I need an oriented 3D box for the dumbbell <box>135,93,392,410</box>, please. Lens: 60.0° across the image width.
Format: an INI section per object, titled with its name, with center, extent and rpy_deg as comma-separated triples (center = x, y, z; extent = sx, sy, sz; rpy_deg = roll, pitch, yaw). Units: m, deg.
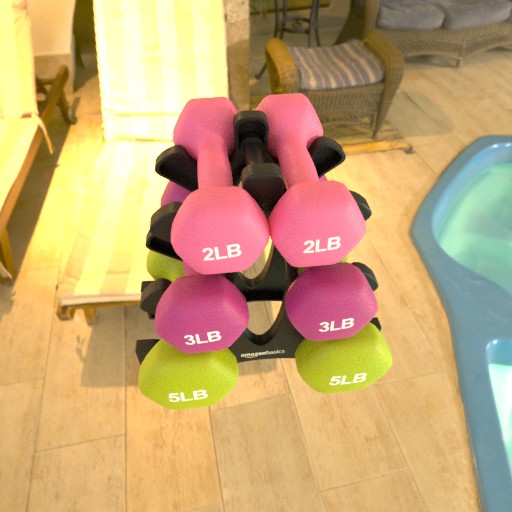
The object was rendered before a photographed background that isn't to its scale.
[dumbbell]
center = 0.000, 0.000, 0.438
extent = 0.257, 0.261, 0.203
rpy_deg = -5, 46, -5
